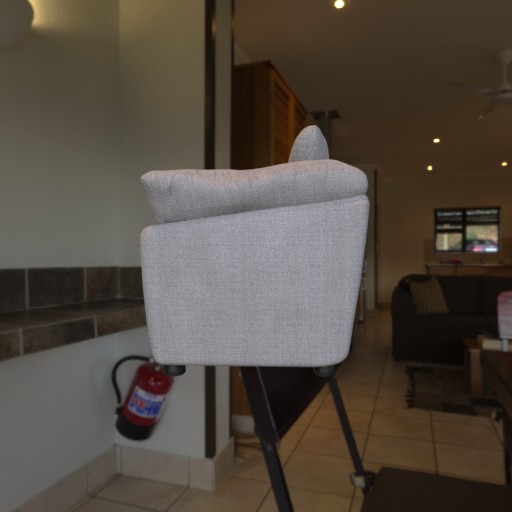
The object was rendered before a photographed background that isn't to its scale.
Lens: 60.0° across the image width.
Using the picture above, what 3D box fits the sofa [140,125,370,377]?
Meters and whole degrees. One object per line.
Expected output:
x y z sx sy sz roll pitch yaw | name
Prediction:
0.000 0.000 2.766 0.878 0.996 2.334 0 -1 0 | sofa
